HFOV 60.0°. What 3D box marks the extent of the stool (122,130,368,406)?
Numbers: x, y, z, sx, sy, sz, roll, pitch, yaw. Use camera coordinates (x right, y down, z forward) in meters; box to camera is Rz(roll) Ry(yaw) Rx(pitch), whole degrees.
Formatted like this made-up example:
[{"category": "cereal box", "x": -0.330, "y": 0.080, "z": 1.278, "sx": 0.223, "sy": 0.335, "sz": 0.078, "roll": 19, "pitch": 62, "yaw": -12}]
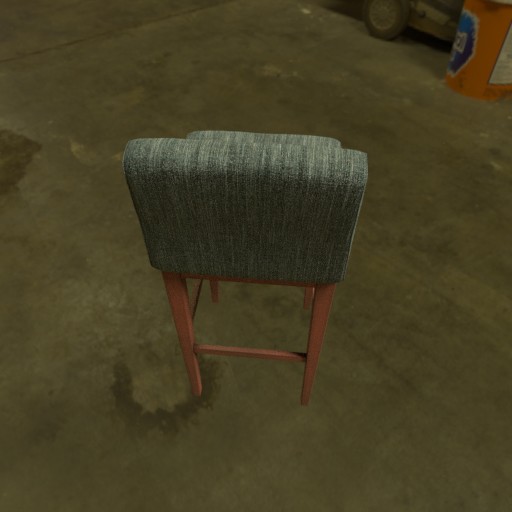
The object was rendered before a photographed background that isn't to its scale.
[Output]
[{"category": "stool", "x": 0.000, "y": 0.000, "z": 1.247, "sx": 0.426, "sy": 0.965, "sz": 0.499, "roll": 4, "pitch": 47, "yaw": 4}]
